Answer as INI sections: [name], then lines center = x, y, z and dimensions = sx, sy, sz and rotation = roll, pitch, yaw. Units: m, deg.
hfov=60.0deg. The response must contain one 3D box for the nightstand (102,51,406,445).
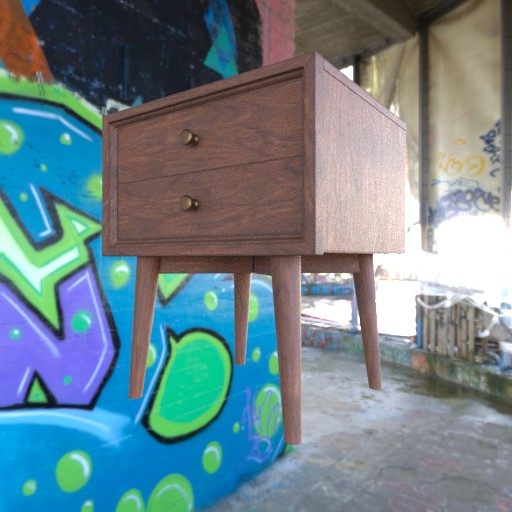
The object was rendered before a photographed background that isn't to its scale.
[nightstand]
center = 0.000, 0.000, 0.979
dimensions = 0.521, 0.607, 0.445
rotation = 0, 0, 36
